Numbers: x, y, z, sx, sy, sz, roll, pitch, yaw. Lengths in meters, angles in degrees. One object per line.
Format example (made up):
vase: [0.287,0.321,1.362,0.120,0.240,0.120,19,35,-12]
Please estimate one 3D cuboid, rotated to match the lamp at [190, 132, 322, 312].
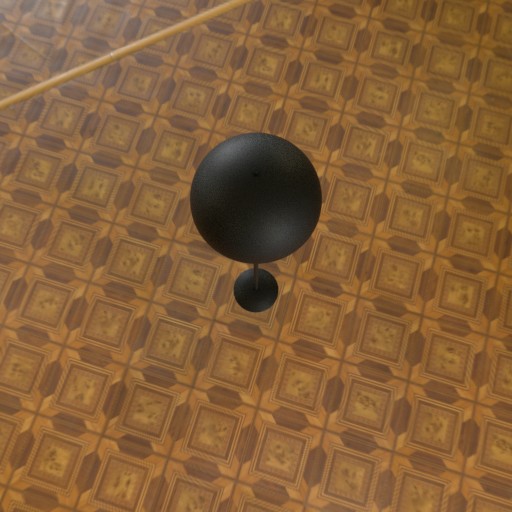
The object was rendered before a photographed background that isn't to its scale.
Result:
lamp: [0.000,0.000,1.659,0.328,1.480,0.328,16,76,4]
